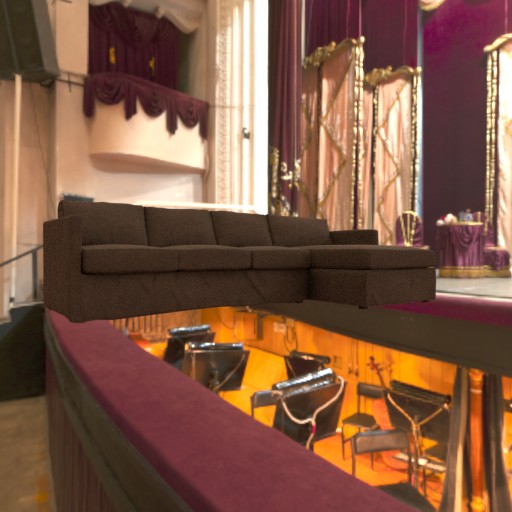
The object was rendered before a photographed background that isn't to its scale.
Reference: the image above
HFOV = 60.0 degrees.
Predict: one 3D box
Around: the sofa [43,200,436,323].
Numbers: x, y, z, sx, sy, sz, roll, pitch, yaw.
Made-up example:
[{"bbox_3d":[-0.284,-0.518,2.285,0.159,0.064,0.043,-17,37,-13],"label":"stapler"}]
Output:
[{"bbox_3d":[0.000,0.000,3.949,3.205,0.922,1.650,0,0,-36],"label":"sofa"}]
